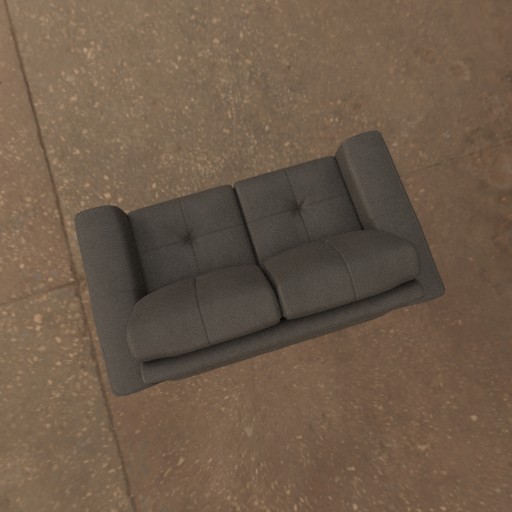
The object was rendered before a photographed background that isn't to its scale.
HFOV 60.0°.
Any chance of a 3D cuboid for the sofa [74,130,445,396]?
[{"bbox_3d":[0.000,0.000,2.420,1.806,0.907,1.018,-16,75,-4],"label":"sofa"}]
